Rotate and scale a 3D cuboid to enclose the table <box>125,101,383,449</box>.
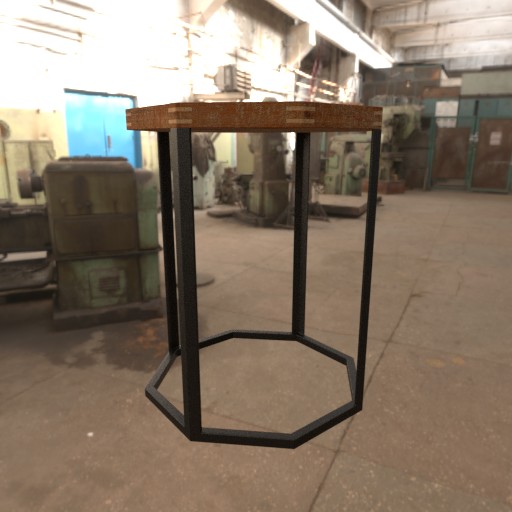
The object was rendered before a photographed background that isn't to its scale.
[{"bbox_3d":[0.000,0.000,0.874,0.458,0.543,0.458,8,17,28],"label":"table"}]
